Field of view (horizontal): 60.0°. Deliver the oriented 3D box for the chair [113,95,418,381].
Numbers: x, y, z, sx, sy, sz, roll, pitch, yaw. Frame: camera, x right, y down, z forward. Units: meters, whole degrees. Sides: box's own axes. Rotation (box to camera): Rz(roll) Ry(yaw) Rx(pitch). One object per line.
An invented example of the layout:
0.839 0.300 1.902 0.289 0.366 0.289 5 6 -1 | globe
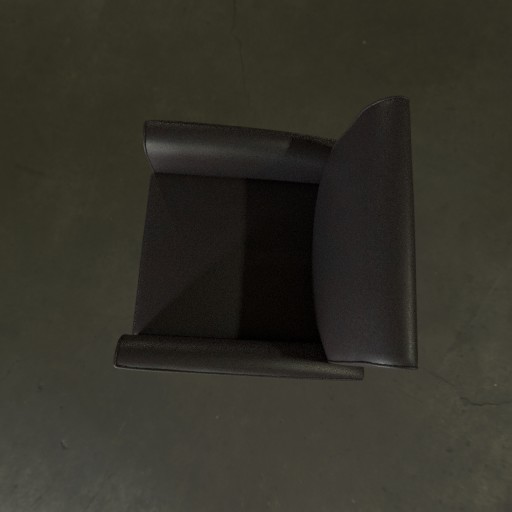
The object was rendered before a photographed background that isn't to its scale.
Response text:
0.000 0.000 1.562 0.819 0.916 0.820 3 76 1 | chair
